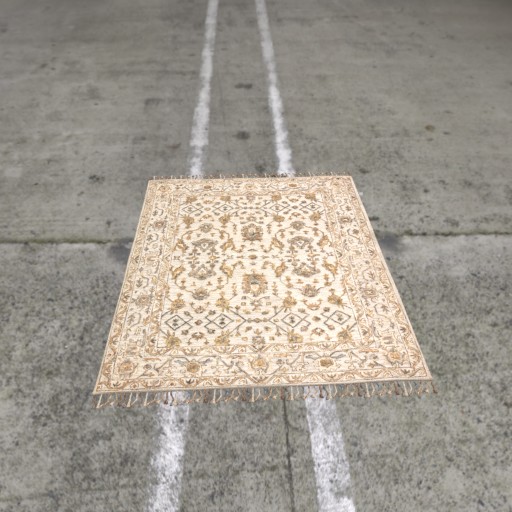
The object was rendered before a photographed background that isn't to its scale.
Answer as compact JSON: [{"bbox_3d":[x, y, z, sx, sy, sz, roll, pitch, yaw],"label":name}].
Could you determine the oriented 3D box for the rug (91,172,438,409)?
[{"bbox_3d":[0.000,0.000,4.203,2.426,0.034,3.061,-2,41,-2],"label":"rug"}]
